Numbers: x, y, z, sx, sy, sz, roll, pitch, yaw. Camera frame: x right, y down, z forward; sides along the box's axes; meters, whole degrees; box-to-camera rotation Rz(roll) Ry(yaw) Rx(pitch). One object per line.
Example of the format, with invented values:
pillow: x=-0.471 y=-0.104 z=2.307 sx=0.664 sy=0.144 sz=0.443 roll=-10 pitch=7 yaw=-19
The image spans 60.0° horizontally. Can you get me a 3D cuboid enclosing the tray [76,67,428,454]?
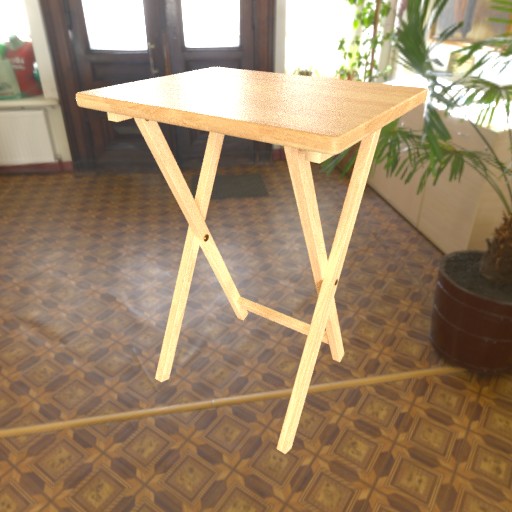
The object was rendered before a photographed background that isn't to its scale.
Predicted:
tray: x=0.000 y=0.000 z=0.929 sx=0.483 sy=0.660 sz=0.381 roll=19 pitch=35 yaw=29
